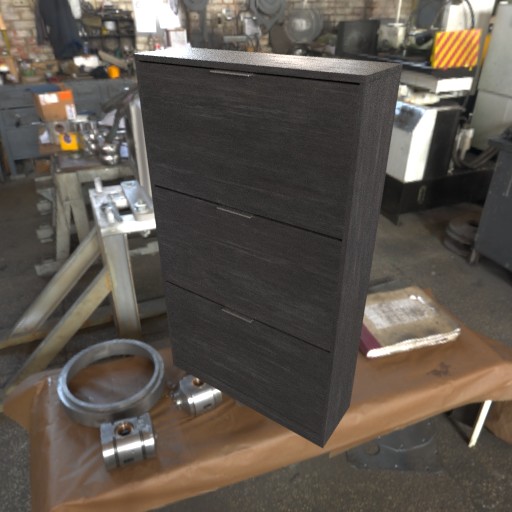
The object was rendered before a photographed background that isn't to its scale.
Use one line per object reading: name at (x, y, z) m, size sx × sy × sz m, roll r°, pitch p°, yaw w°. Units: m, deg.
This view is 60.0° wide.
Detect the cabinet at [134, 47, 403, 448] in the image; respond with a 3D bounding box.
cabinet at (0.000, 0.000, 1.563) m, size 0.750 × 1.280 × 0.250 m, roll 19°, pitch 36°, yaw 29°
